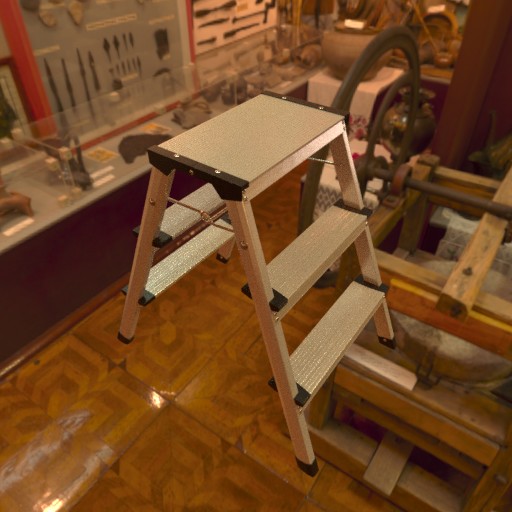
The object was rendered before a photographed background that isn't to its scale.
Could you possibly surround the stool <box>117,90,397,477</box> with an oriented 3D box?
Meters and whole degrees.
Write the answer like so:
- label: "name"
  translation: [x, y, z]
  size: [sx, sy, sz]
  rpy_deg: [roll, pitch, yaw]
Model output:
- label: "stool"
  translation: [0.000, 0.000, 1.002]
  size: [0.622, 0.605, 0.437]
  rpy_deg: [26, 46, 27]
